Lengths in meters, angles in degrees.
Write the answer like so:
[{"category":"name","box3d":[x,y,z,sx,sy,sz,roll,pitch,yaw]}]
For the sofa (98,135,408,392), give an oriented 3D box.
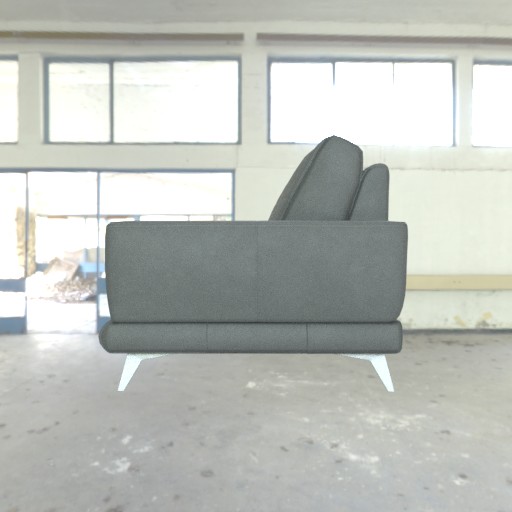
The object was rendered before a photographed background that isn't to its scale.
[{"category":"sofa","box3d":[0.000,0.000,2.300,1.018,0.907,1.806,0,0,0]}]
